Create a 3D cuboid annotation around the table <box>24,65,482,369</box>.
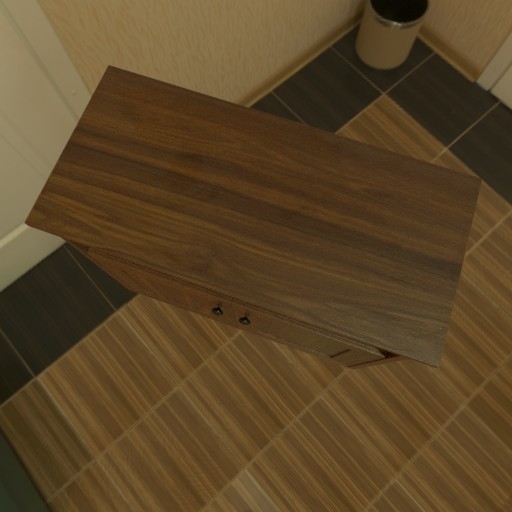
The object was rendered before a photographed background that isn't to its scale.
[{"bbox_3d":[0.000,0.000,1.200,0.802,0.725,0.390,19,74,5],"label":"table"}]
